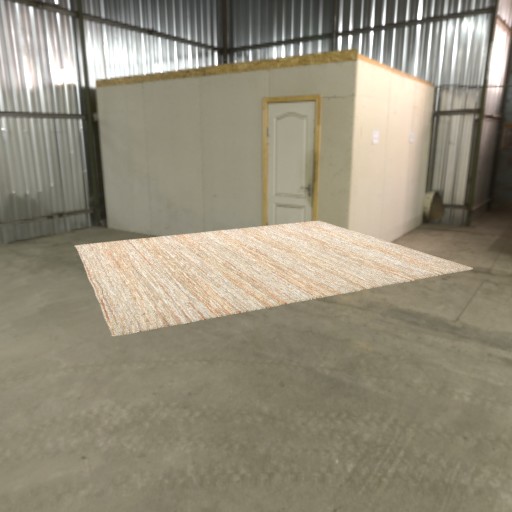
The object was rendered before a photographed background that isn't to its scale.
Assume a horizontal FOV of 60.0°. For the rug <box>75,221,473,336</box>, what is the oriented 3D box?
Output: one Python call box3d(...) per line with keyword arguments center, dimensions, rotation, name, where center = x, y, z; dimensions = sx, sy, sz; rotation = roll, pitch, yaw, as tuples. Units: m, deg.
box3d(center=(0.000, 0.000, 4.080), dimensions=(2.939, 0.009, 2.313), rotation=(-8, 17, -25), name="rug")
